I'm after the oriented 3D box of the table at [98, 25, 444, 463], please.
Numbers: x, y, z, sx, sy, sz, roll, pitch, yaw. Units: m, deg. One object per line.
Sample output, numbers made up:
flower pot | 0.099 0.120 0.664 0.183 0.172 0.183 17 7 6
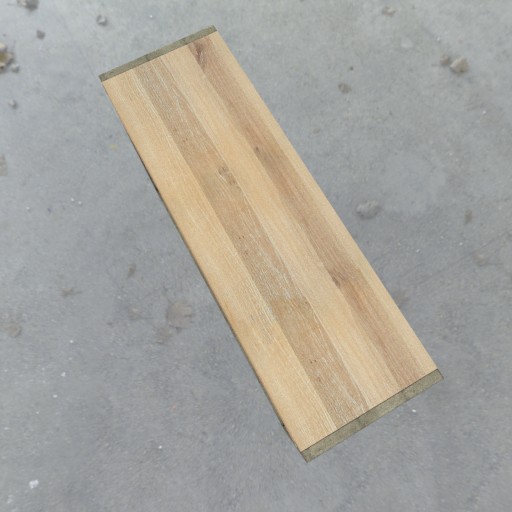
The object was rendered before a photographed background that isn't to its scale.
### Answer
table | 0.000 0.000 1.412 0.361 0.763 1.059 -28 75 -8
